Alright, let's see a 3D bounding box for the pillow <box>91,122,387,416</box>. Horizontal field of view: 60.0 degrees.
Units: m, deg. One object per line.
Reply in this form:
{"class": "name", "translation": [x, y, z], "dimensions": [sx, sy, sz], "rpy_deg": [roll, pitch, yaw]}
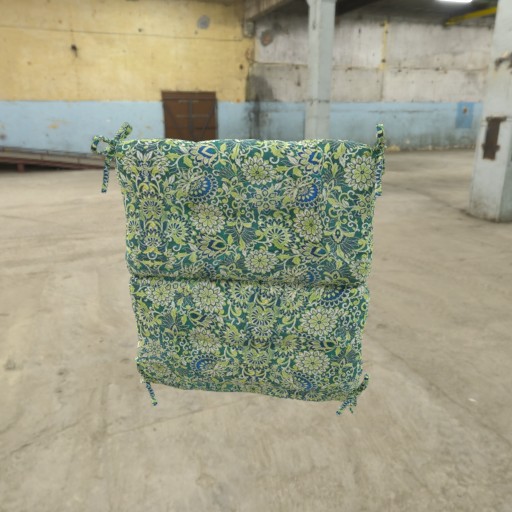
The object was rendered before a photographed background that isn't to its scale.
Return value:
{"class": "pillow", "translation": [0.000, 0.000, 1.045], "dimensions": [0.519, 0.605, 0.571], "rpy_deg": [2, 17, 8]}
